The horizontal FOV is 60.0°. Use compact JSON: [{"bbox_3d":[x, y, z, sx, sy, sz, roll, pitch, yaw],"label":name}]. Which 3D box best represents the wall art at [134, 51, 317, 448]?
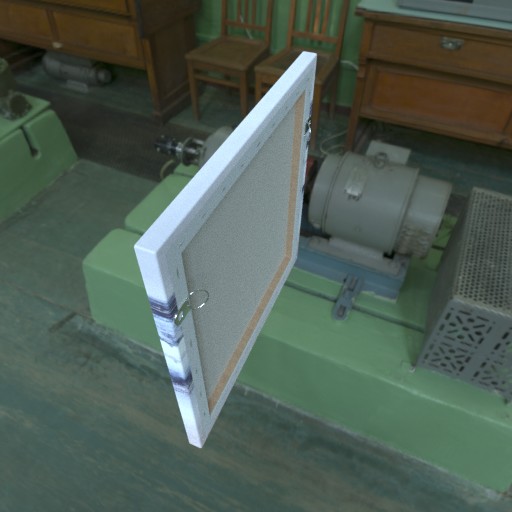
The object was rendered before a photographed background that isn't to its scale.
[{"bbox_3d":[0.000,0.000,1.141,0.065,0.747,0.755,17,49,16],"label":"wall art"}]
